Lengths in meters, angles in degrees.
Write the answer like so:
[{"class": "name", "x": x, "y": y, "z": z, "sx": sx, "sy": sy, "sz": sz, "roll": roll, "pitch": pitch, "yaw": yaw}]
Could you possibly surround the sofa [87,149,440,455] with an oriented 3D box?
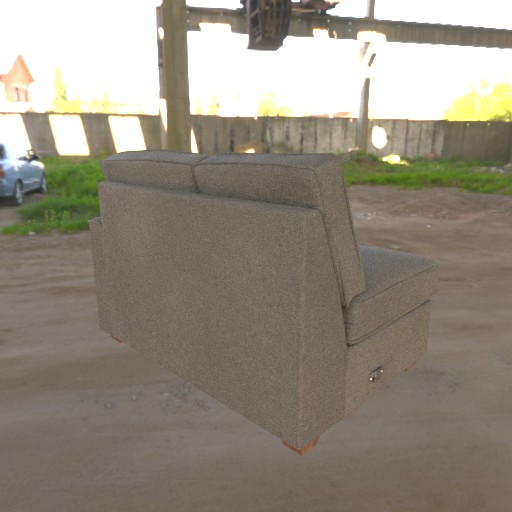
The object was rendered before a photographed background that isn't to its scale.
[{"class": "sofa", "x": 0.000, "y": 0.000, "z": 2.088, "sx": 1.388, "sy": 0.989, "sz": 0.991, "roll": 14, "pitch": 20, "yaw": 43}]
